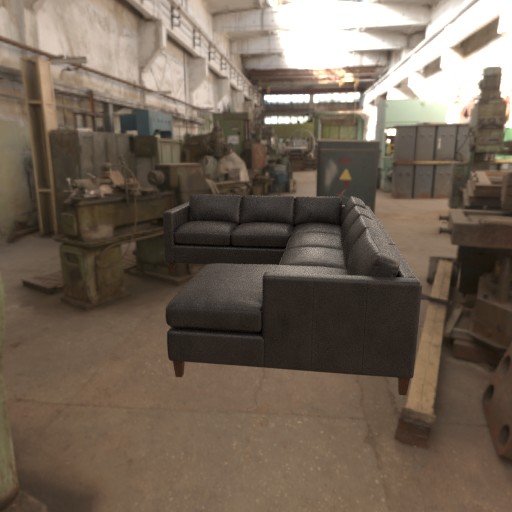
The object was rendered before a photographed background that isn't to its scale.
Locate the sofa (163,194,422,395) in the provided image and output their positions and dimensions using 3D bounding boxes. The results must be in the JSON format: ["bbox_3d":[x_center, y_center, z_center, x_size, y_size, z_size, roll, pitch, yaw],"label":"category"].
[{"bbox_3d":[0.000,0.000,4.378,2.452,0.891,3.324,2,14,8],"label":"sofa"}]
